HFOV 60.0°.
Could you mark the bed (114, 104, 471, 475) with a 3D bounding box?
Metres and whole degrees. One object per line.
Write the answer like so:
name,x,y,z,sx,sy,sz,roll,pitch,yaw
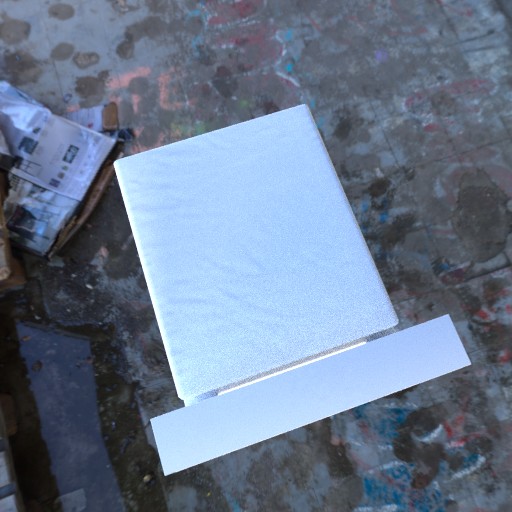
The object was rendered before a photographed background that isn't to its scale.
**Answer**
bed,0.000,0.000,3.054,1.671,1.092,2.133,-18,75,-5
